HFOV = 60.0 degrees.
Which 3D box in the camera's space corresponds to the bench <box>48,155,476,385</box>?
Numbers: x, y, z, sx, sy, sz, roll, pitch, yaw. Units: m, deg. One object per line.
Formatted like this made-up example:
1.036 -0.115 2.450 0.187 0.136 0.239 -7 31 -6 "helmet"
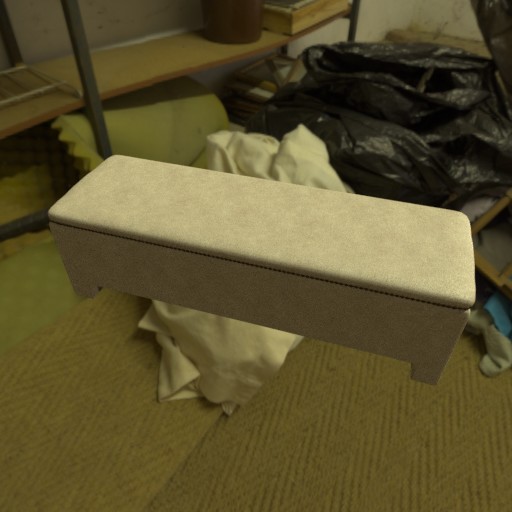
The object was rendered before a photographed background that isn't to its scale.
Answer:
0.000 0.000 1.729 1.482 0.447 0.470 12 43 13 "bench"
